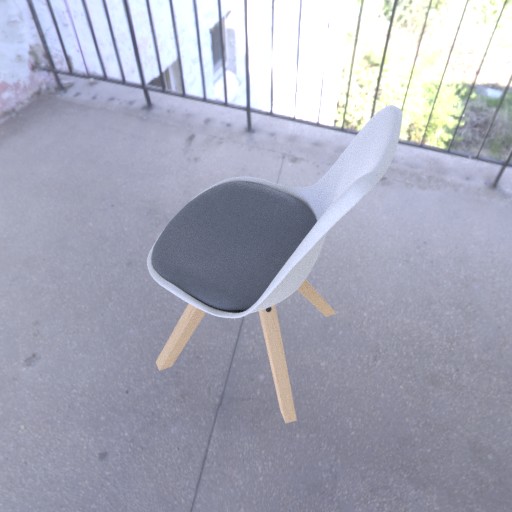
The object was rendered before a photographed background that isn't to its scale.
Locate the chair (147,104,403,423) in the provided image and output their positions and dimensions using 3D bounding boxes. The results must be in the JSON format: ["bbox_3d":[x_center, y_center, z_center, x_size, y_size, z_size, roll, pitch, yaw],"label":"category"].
[{"bbox_3d":[0.000,0.000,1.179,0.550,0.850,0.485,18,51,15],"label":"chair"}]
